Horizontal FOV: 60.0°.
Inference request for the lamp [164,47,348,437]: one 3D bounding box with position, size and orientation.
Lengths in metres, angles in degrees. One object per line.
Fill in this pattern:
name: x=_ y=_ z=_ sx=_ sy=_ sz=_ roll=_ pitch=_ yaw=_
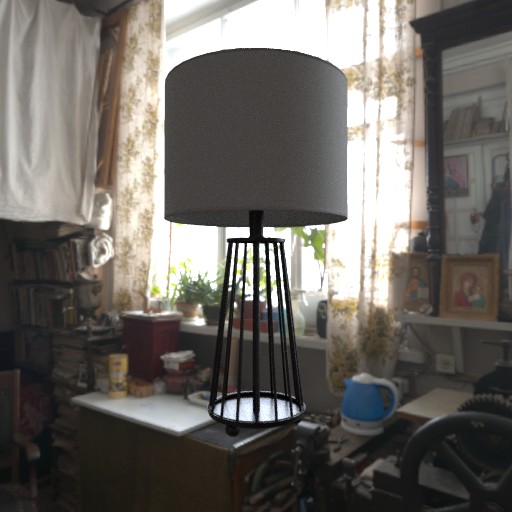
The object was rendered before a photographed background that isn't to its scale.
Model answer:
lamp: x=0.000 y=0.000 z=0.789 sx=0.322 sy=0.593 sz=0.322 roll=0 pitch=-1 yaw=-1
